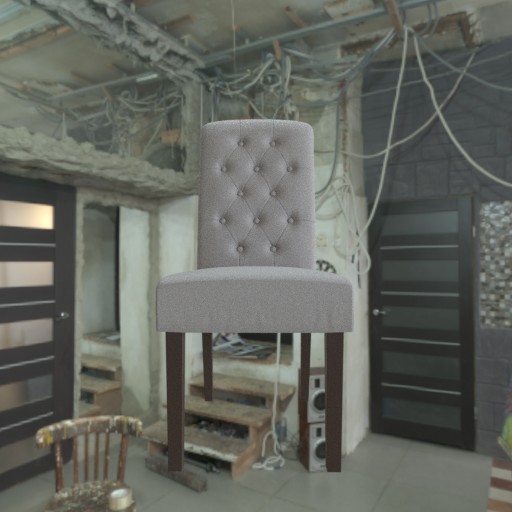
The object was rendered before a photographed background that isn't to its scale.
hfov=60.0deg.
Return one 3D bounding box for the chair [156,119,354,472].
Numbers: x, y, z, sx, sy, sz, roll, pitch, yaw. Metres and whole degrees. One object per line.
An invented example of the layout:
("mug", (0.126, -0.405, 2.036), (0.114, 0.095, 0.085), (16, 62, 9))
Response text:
("chair", (0.000, 0.000, 1.351), (0.456, 1.006, 0.671), (0, -1, 1))
